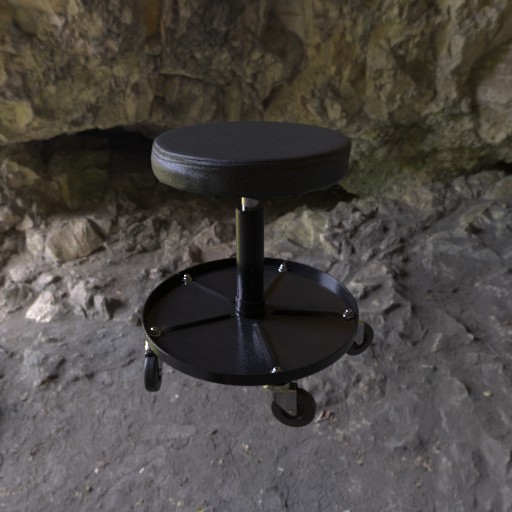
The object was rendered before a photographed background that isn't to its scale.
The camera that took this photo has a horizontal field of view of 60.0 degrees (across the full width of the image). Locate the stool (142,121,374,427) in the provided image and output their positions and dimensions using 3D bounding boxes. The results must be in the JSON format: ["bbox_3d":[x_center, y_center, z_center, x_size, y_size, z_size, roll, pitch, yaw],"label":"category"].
[{"bbox_3d":[0.000,0.000,0.685,0.382,0.365,0.381,-8,27,-16],"label":"stool"}]
